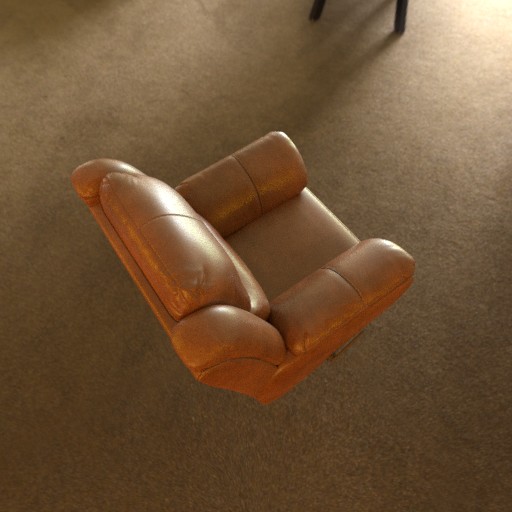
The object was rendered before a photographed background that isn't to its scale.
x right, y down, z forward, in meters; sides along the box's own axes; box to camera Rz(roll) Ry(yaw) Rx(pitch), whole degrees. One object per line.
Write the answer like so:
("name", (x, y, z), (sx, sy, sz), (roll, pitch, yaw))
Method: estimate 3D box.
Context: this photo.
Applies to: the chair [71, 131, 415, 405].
("chair", (0.000, 0.000, 1.931), (1.041, 1.093, 0.990), (-31, 63, -17))
